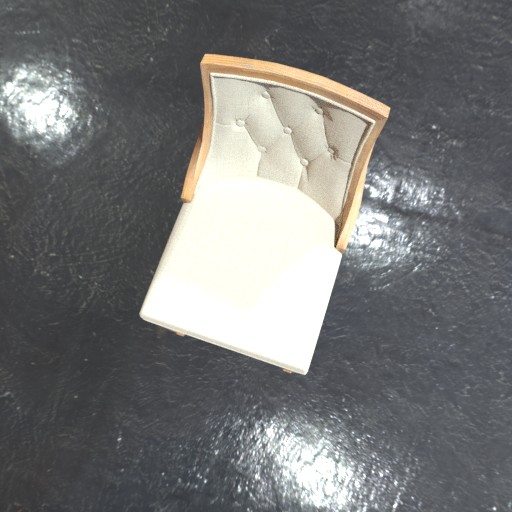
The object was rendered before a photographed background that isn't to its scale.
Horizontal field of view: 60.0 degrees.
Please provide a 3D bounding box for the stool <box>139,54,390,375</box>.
[{"bbox_3d":[0.000,0.000,1.455,0.524,1.101,0.626,18,77,4],"label":"stool"}]
